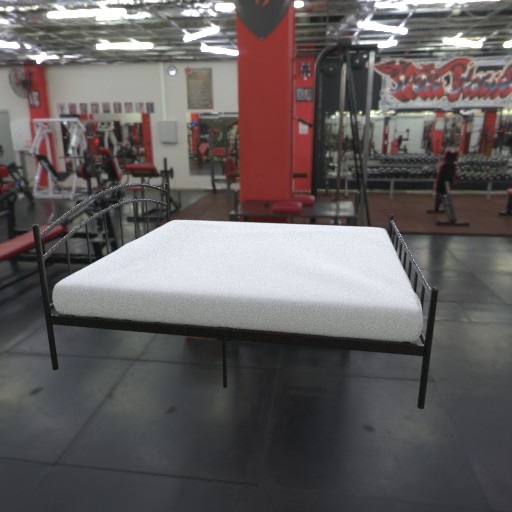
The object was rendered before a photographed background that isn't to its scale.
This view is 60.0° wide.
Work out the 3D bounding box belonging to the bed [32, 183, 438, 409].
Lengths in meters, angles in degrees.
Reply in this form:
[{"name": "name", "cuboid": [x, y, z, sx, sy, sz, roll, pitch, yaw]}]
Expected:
[{"name": "bed", "cuboid": [0.000, 0.000, 3.123, 2.040, 0.940, 1.880, 3, 16, 10]}]
